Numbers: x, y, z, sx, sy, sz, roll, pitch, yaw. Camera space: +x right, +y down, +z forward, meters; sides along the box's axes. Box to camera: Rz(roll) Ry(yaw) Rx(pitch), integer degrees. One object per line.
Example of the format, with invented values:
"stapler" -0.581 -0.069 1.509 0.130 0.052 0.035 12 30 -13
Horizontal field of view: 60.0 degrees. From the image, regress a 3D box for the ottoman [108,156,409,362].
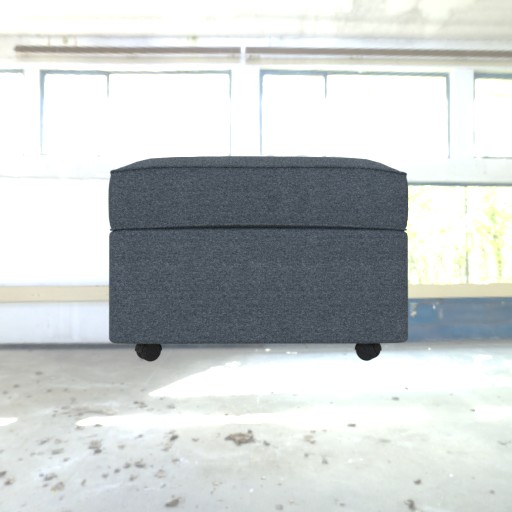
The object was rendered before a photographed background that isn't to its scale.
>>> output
"ottoman" 0.000 0.000 1.549 0.681 0.494 1.173 0 0 -1
